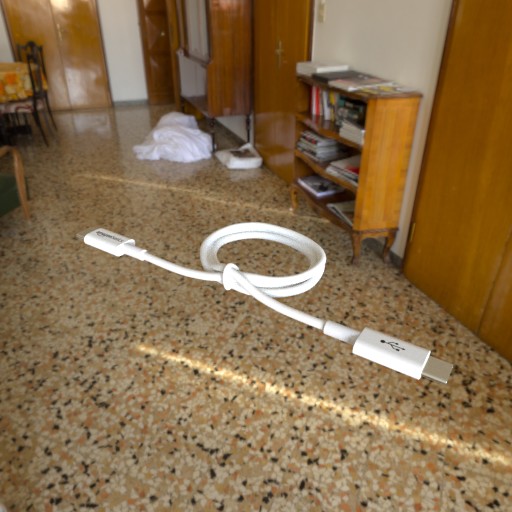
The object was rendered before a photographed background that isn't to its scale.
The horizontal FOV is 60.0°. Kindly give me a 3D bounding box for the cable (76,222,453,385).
[{"bbox_3d":[0.000,0.000,0.226,0.203,0.014,0.070,18,35,28],"label":"cable"}]
